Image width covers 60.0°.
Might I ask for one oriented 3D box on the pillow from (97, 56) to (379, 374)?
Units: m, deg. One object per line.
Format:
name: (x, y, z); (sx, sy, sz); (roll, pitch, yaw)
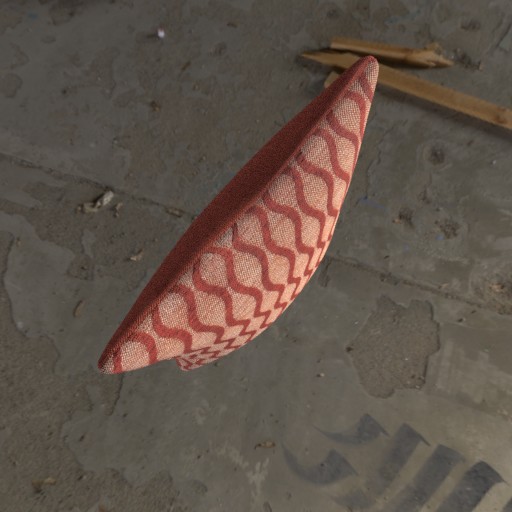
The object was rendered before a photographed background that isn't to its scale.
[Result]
pillow: (0.000, 0.000, 0.644); (0.159, 0.434, 0.429); (37, 78, 9)
